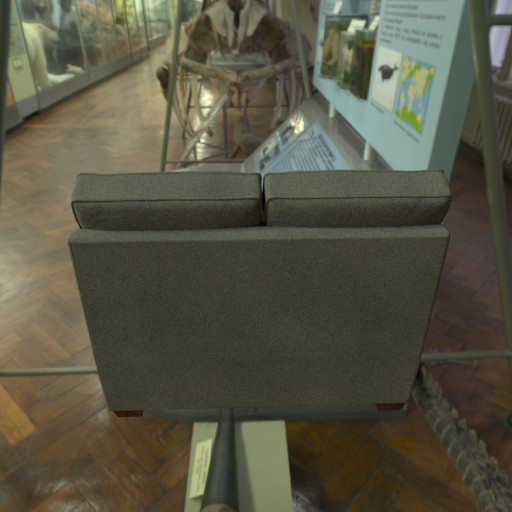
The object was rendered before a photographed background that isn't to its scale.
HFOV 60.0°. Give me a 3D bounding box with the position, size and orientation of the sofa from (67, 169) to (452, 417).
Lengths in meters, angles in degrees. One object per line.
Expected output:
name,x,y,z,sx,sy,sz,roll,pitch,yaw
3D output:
sofa,0.000,0.000,1.968,1.237,1.008,0.951,-1,29,-2
